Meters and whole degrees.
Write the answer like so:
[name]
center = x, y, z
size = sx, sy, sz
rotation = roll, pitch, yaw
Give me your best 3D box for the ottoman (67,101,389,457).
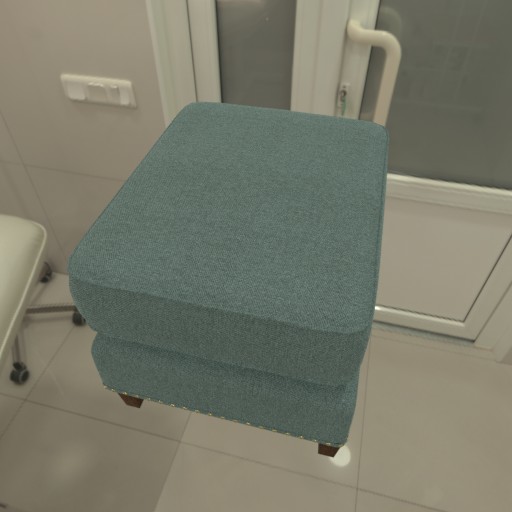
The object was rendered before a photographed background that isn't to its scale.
[ottoman]
center = 0.000, 0.000, 1.133
size = 0.589, 0.537, 0.738
rotation = 10, 46, 10
